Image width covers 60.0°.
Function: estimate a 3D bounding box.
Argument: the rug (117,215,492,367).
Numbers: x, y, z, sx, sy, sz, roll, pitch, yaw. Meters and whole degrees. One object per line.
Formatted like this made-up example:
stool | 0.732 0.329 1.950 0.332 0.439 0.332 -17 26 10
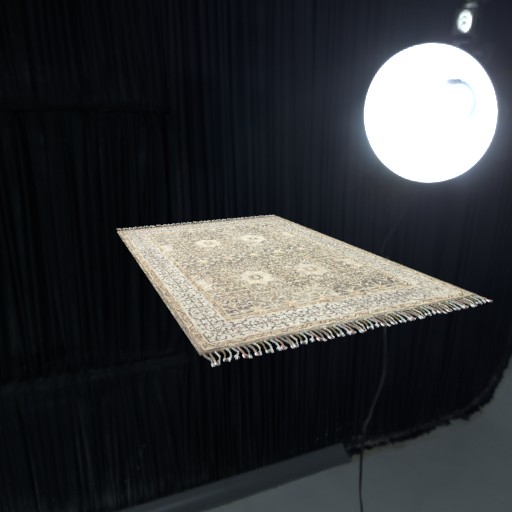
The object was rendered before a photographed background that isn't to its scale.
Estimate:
rug | 0.000 0.000 2.460 1.237 0.010 2.029 -7 18 -23
